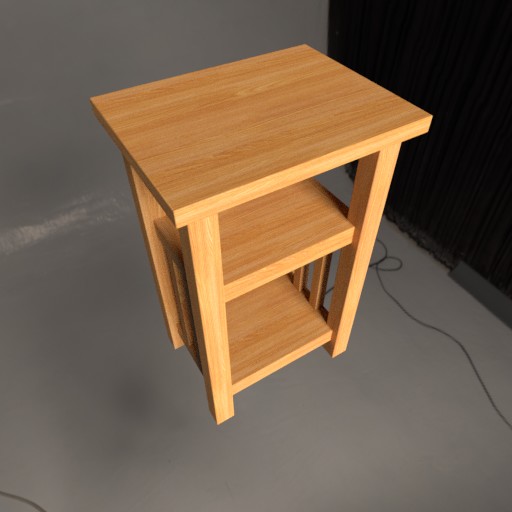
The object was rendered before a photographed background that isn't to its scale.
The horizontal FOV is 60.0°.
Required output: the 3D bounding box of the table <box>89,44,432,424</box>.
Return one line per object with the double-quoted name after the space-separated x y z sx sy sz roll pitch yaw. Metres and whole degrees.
0.000 0.000 0.763 0.350 0.550 0.270 -24 51 -21 "table"
